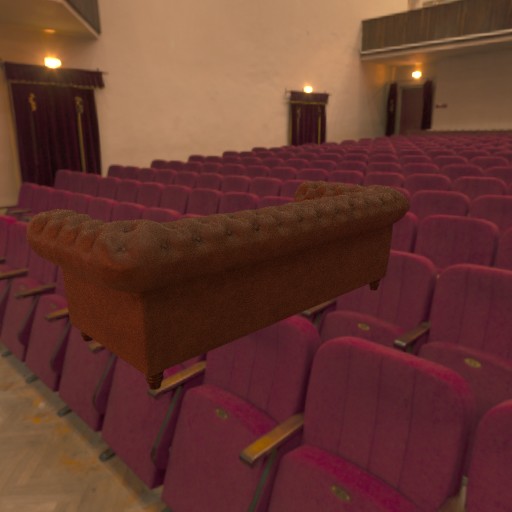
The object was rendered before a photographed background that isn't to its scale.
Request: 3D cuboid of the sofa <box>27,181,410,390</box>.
[{"bbox_3d":[0.000,0.000,2.798,2.385,0.783,0.944,-15,21,-43],"label":"sofa"}]
